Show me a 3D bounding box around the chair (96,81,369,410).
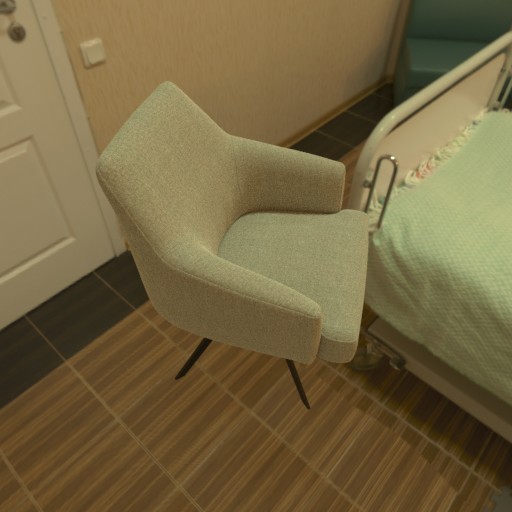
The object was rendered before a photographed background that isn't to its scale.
[{"bbox_3d":[0.000,0.000,1.371,0.677,0.874,0.642,10,47,9],"label":"chair"}]
